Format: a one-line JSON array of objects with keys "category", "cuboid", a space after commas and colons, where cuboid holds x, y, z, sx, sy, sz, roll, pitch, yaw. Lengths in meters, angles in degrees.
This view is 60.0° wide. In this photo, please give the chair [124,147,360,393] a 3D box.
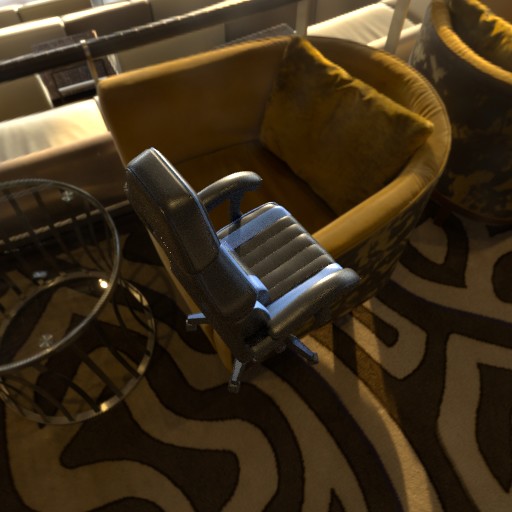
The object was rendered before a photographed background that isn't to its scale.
[{"category": "chair", "cuboid": [0.000, 0.000, 1.716, 0.700, 1.280, 0.700, -32, 63, -19]}]
